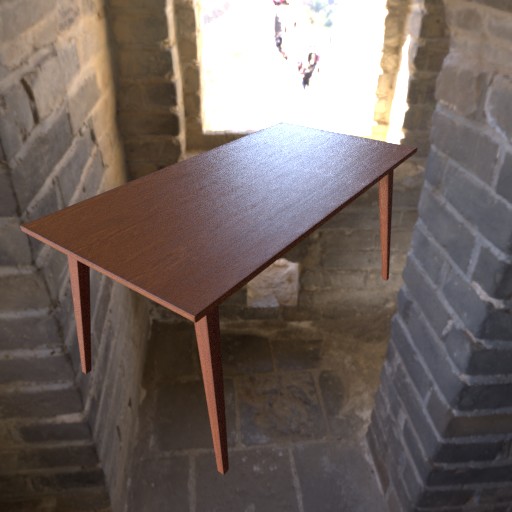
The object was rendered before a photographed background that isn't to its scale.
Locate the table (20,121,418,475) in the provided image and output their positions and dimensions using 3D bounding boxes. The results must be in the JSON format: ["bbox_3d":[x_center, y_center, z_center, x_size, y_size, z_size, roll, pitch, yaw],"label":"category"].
[{"bbox_3d":[0.000,0.000,2.051,0.811,0.755,1.609,21,38,30],"label":"table"}]
